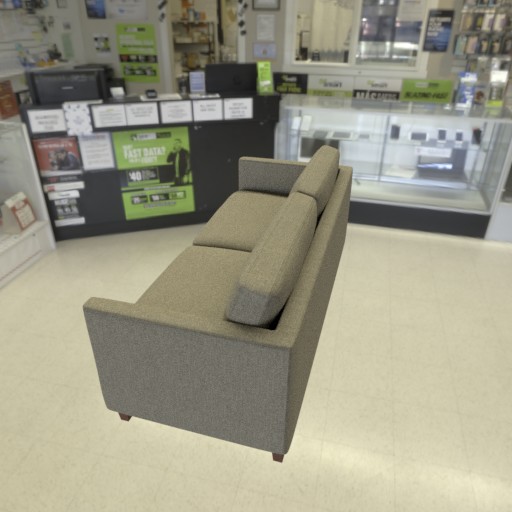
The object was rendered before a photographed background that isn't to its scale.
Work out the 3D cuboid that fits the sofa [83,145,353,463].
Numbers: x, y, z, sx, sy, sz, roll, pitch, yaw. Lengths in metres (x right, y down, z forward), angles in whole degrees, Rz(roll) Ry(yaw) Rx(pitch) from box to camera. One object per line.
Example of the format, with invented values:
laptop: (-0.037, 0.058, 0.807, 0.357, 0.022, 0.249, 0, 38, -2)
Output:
sofa: (0.000, 0.000, 2.800, 0.956, 0.960, 2.208, 8, 31, 14)
